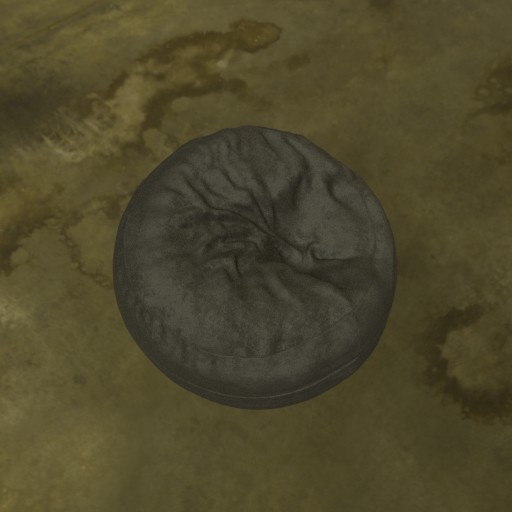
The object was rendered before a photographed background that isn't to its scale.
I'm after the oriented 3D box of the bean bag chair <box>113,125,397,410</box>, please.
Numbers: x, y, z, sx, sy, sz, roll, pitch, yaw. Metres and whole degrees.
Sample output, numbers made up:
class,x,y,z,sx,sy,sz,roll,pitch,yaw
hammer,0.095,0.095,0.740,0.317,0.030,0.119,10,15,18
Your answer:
class,x,y,z,sx,sy,sz,roll,pitch,yaw
bean bag chair,0.000,0.000,2.388,1.525,0.751,1.525,0,62,0
